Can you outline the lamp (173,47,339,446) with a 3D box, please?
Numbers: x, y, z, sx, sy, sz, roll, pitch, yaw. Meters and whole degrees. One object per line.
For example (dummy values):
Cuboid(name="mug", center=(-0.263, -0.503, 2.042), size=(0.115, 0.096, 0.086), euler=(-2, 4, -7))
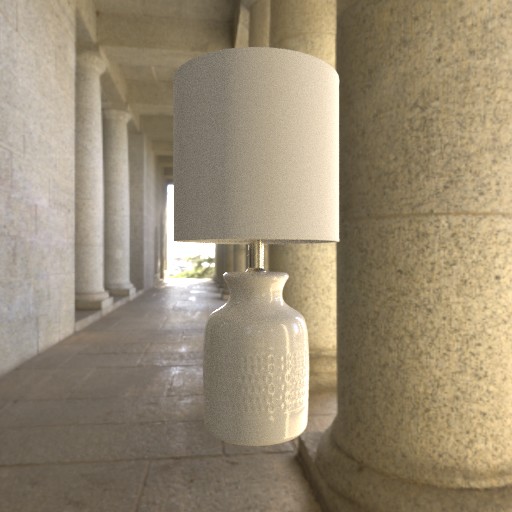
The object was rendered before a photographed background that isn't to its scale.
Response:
Cuboid(name="lamp", center=(0.000, 0.000, 0.509), size=(0.188, 0.392, 0.188), euler=(0, 0, -36))
